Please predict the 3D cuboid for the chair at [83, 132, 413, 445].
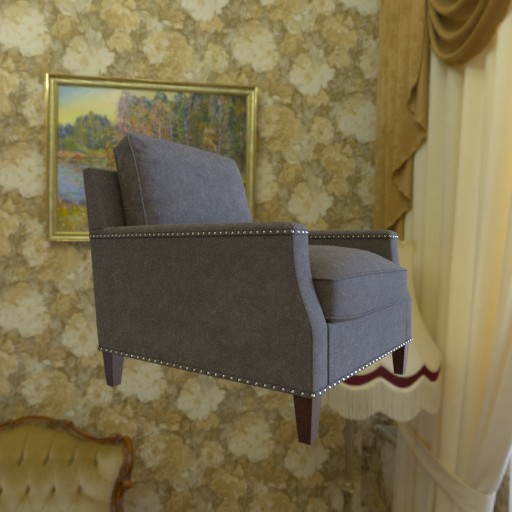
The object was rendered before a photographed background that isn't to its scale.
[{"bbox_3d":[0.000,0.000,1.721,1.014,0.948,0.853,1,2,36],"label":"chair"}]
